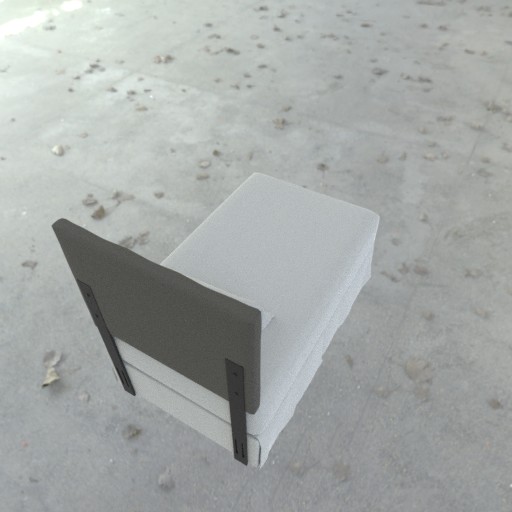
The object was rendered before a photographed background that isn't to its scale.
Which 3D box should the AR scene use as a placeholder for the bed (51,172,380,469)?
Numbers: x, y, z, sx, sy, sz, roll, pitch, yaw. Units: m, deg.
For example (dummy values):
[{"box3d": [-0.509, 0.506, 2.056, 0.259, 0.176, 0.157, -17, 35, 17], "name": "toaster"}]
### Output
[{"box3d": [0.000, 0.000, 3.061, 1.261, 1.571, 1.997, 23, 50, 21], "name": "bed"}]
